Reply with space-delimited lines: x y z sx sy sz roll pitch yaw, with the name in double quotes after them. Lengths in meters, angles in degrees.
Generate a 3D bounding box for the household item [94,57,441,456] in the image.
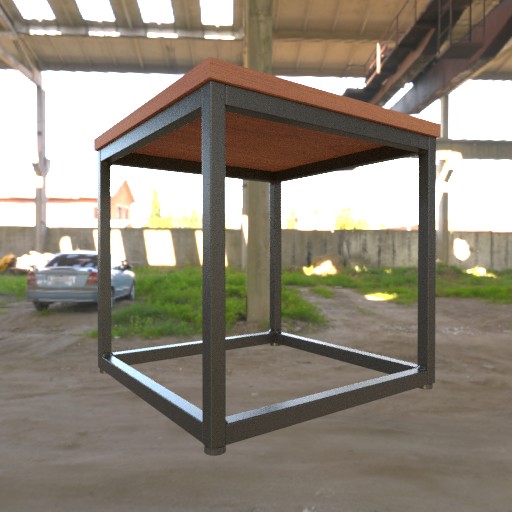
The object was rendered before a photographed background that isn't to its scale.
0.000 0.000 0.718 0.400 0.400 0.400 -1 1 -36 "household item"
